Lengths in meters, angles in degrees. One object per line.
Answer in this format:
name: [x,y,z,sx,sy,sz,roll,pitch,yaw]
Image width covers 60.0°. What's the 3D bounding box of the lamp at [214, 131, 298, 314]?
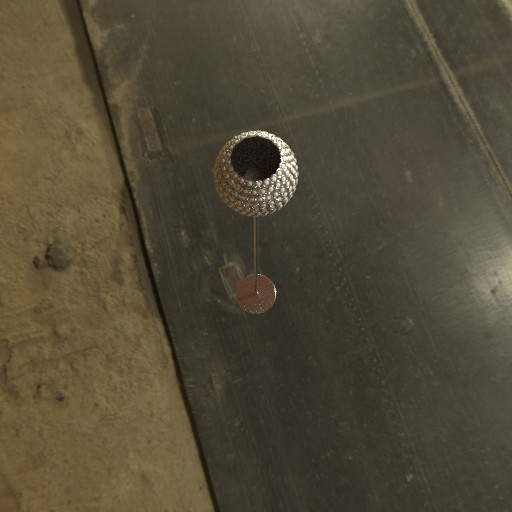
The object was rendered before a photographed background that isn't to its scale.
lamp: [0.000,0.000,1.983,0.254,1.805,0.254,0,74,0]
